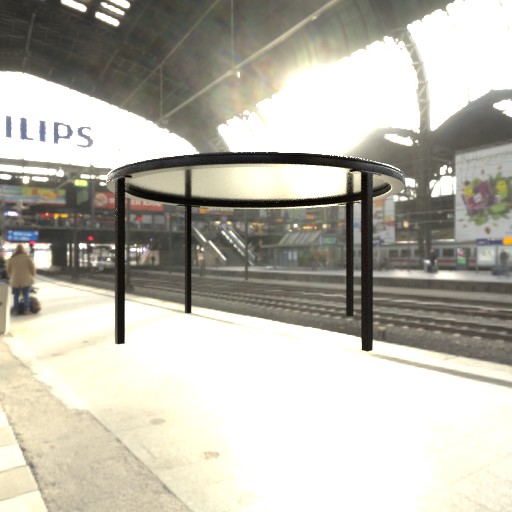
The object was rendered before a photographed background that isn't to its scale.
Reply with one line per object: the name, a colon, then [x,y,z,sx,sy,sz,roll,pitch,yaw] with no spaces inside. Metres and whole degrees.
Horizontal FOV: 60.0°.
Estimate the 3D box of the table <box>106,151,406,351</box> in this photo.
table: [0.000,0.000,1.248,0.800,0.400,0.800,0,0,0]
